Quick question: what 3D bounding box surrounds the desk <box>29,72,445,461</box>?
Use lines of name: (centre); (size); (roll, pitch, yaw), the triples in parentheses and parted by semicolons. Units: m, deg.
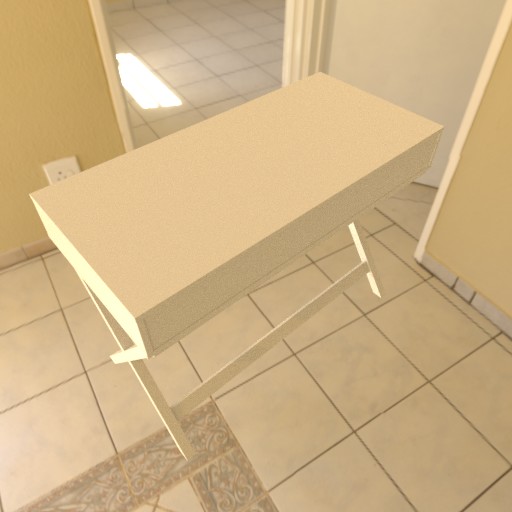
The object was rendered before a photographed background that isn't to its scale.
desk: (0.000, 0.000, 1.493); (1.059, 0.780, 0.509); (-32, 54, -27)
